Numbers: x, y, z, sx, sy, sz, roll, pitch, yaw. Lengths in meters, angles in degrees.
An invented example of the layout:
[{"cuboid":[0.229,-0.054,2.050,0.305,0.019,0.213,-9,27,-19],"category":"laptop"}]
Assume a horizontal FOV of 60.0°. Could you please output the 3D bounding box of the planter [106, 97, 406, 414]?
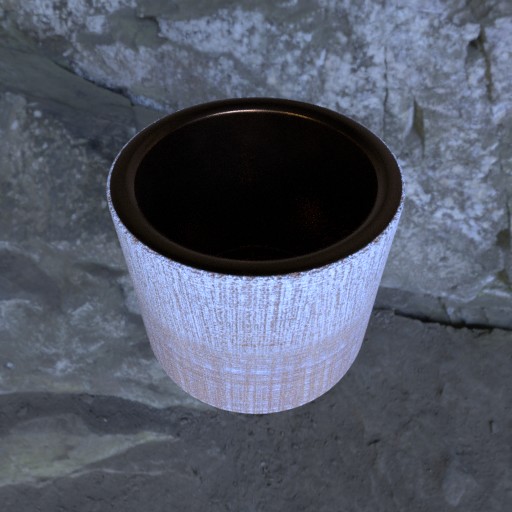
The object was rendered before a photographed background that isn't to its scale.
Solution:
[{"cuboid":[0.000,0.000,0.196,0.109,0.096,0.109,0,47,0],"category":"planter"}]
